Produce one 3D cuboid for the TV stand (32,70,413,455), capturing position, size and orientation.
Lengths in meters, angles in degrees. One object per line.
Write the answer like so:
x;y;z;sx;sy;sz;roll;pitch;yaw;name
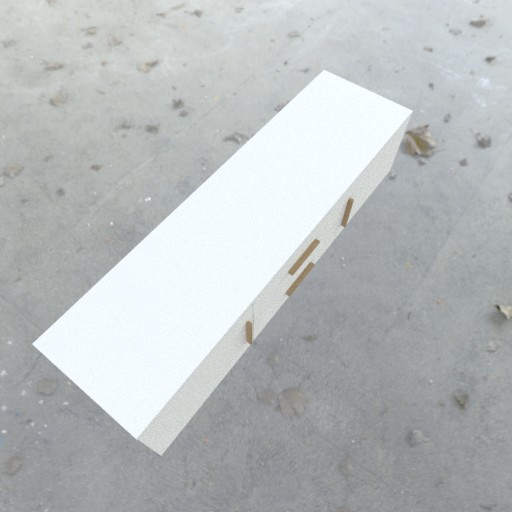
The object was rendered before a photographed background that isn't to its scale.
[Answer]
0.000;0.000;1.617;0.401;0.560;1.398;33;65;18;TV stand
